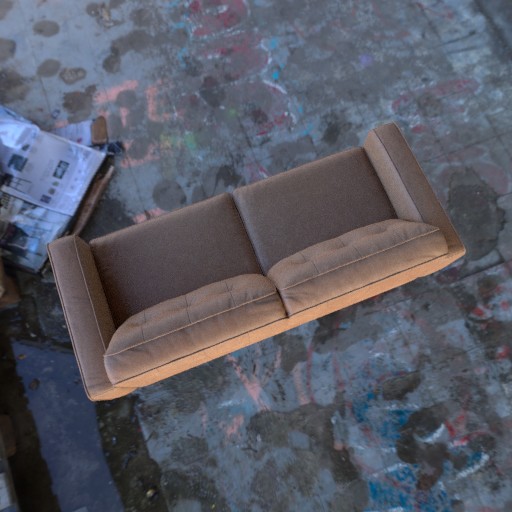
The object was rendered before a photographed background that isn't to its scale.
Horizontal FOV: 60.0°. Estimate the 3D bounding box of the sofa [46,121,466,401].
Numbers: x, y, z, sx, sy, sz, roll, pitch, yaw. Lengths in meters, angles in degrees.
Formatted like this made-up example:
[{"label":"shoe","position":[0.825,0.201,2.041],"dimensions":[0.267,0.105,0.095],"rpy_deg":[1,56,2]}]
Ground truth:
[{"label":"sofa","position":[0.000,0.000,2.710],"dimensions":[2.270,0.780,0.953],"rpy_deg":[-21,75,-6]}]
